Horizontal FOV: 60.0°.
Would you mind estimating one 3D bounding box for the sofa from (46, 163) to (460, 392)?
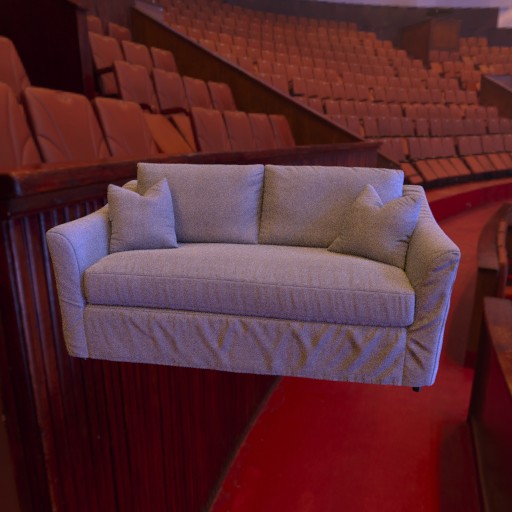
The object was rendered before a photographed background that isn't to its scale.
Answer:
[{"bbox_3d":[0.000,0.000,2.611,2.010,1.018,1.072,3,16,10],"label":"sofa"}]
